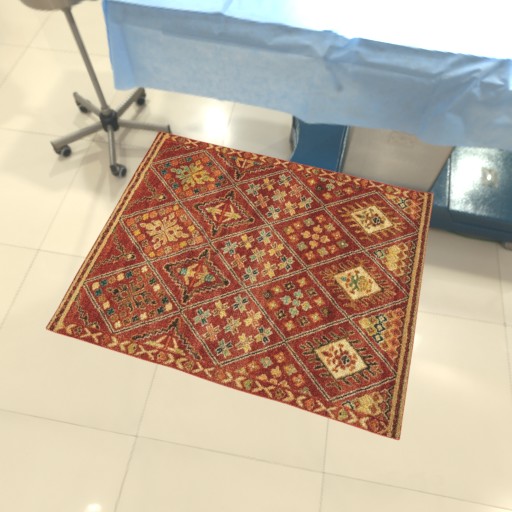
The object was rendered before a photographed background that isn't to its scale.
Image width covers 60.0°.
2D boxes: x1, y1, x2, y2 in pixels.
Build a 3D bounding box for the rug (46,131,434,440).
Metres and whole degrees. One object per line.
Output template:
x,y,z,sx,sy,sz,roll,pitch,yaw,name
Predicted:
0.000,0.000,4.221,3.086,0.030,2.489,15,61,8,rug
